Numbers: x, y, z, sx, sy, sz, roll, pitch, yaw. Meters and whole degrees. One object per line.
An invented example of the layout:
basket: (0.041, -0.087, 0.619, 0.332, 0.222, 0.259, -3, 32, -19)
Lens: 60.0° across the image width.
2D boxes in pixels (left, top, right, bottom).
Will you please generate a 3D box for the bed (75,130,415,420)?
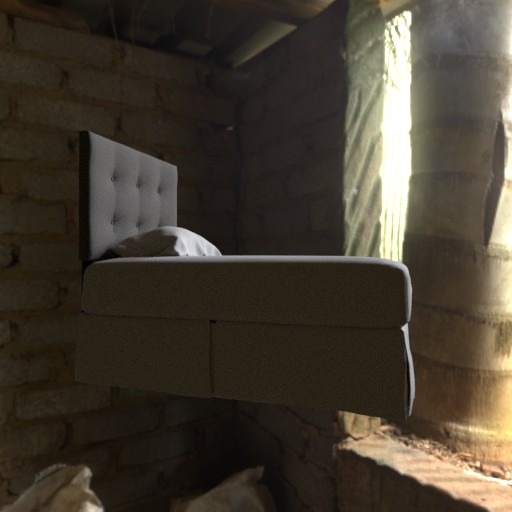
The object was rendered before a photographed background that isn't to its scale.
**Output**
bed: (0.000, 0.000, 2.981, 1.997, 1.571, 1.261, 0, 0, 19)
